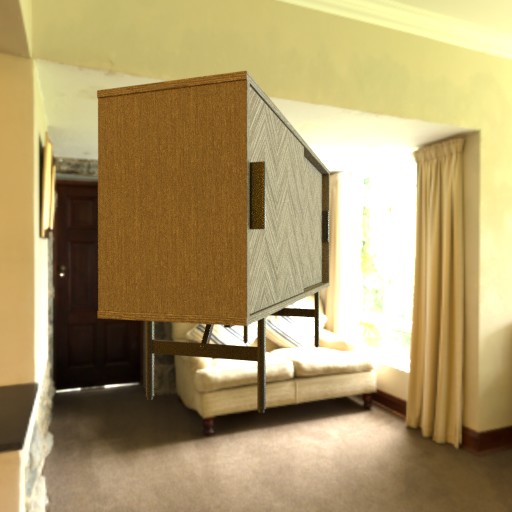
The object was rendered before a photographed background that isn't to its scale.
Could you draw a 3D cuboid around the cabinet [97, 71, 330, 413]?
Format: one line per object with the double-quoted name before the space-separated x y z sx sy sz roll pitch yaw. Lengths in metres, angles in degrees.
"cabinet" 0.000 0.000 1.553 0.405 0.787 1.194 0 0 18
